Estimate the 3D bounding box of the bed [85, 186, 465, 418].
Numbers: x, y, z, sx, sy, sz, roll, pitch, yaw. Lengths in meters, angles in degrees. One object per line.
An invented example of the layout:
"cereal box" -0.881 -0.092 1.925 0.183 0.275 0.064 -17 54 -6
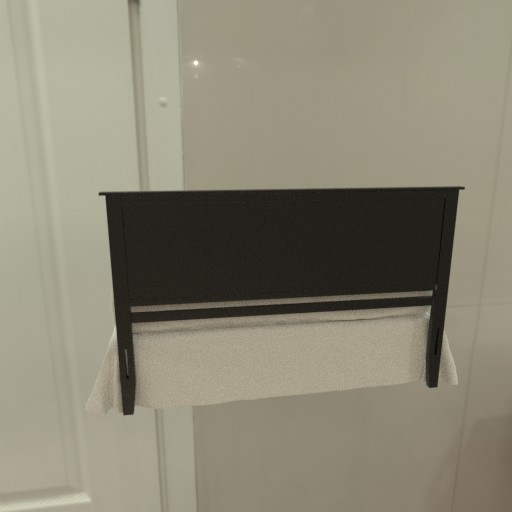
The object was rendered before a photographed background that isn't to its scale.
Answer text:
"bed" 0.000 0.000 3.566 2.315 1.271 2.219 -2 14 -9
